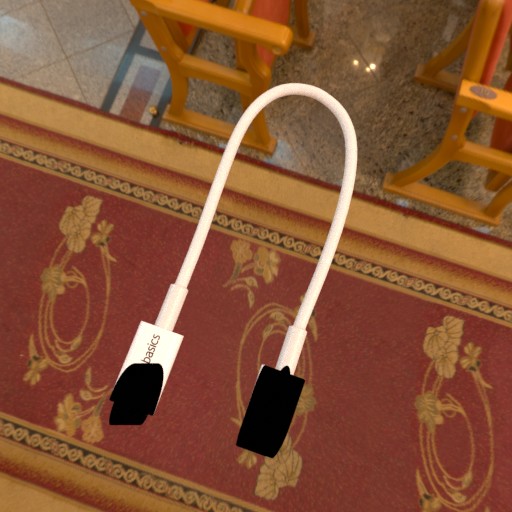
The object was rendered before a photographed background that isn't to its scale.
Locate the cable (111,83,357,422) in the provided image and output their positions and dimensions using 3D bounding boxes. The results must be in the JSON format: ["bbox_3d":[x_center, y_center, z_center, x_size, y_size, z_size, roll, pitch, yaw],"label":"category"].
[{"bbox_3d":[0.000,0.000,0.108,0.040,0.006,0.098,19,77,4],"label":"cable"}]
